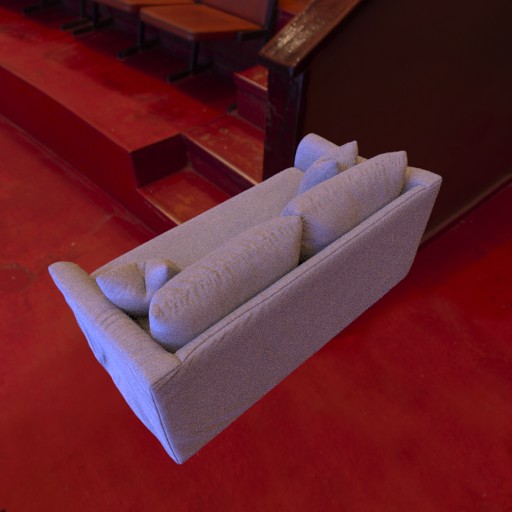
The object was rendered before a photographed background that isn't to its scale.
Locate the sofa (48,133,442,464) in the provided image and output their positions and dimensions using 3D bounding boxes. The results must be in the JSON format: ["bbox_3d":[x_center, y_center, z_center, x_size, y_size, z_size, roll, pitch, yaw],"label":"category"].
[{"bbox_3d":[0.000,0.000,2.622,2.010,1.018,1.072,-32,53,-28],"label":"sofa"}]
